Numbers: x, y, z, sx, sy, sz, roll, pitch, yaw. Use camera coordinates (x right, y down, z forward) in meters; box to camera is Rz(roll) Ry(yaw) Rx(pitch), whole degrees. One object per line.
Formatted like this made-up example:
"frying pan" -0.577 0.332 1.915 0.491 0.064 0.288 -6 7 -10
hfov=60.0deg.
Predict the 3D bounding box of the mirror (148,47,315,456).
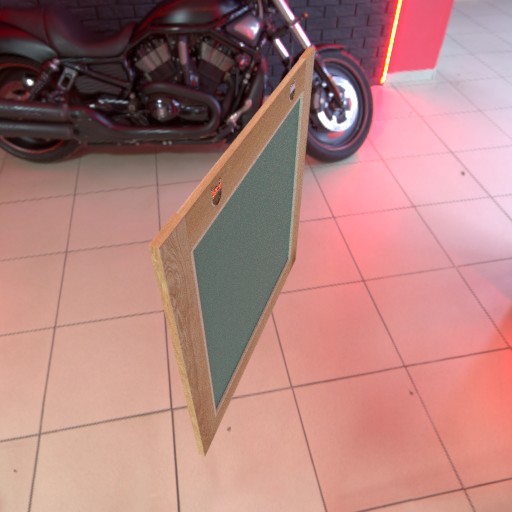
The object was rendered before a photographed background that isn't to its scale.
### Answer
"mirror" 0.000 0.000 1.184 0.020 0.800 0.800 16 48 15
